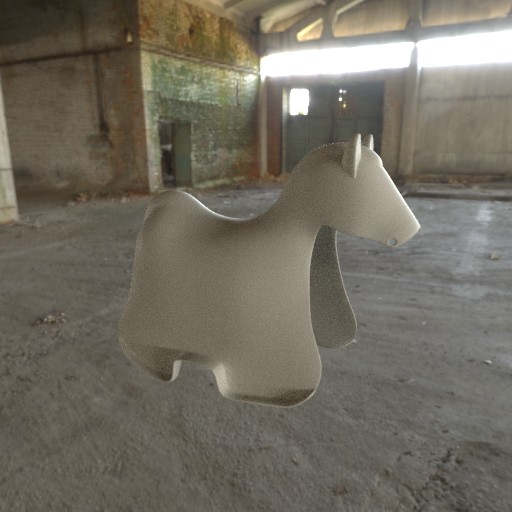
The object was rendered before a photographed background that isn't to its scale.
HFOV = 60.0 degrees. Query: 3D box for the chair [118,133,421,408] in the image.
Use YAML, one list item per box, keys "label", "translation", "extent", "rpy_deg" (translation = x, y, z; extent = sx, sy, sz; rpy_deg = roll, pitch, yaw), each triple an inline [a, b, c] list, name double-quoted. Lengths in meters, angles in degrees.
- label: "chair"
  translation: [0.000, 0.000, 1.162]
  extent: [0.800, 0.612, 0.429]
  rpy_deg: [8, 16, 27]
